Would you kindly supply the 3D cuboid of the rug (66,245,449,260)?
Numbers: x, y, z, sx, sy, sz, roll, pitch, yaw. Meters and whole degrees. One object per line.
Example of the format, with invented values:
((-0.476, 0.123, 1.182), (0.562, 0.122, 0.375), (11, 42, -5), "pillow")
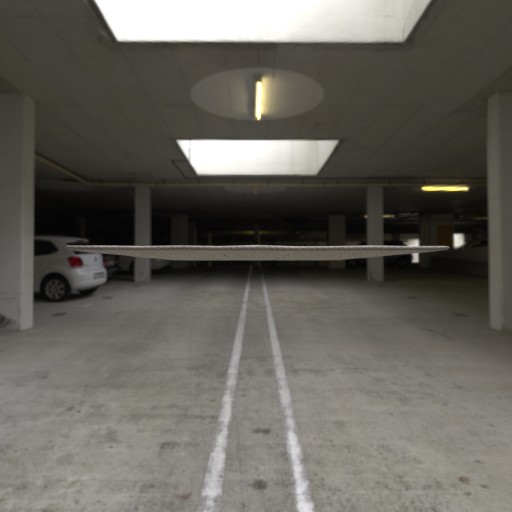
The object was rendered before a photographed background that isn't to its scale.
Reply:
((0.000, 0.000, 3.024), (1.575, 0.023, 2.459), (0, -2, 0), "rug")
